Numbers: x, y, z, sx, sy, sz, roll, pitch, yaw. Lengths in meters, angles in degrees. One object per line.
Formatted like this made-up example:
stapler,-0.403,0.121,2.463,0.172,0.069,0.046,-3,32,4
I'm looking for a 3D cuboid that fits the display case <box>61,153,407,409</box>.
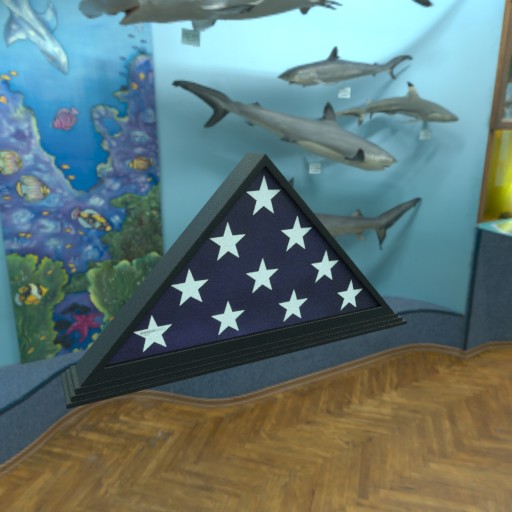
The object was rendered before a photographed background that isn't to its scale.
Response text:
display case,0.000,0.000,0.754,0.640,0.340,0.095,-8,17,-26
